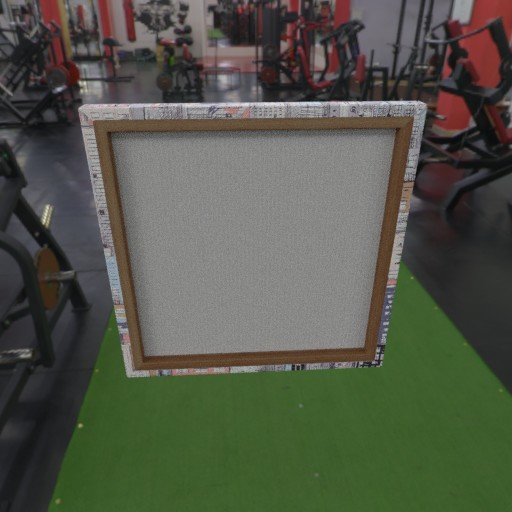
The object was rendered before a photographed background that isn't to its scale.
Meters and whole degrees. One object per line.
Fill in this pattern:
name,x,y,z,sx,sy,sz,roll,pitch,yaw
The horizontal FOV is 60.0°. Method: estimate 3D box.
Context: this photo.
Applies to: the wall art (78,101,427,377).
wall art,0.000,0.000,1.159,0.761,0.762,0.048,-2,28,-3
